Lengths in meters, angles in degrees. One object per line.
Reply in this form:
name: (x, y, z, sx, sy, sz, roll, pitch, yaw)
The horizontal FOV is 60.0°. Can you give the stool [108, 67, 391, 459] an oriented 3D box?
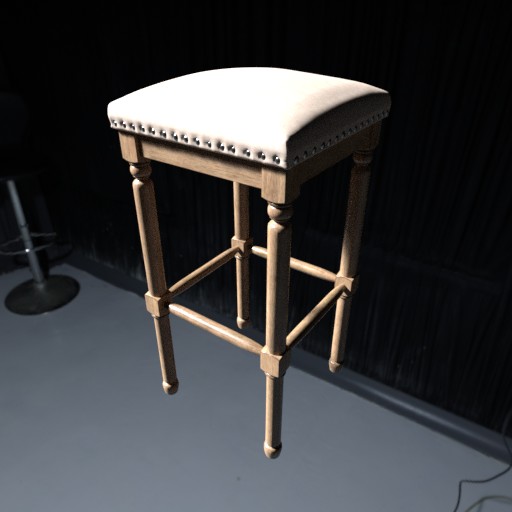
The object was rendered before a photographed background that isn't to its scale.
stool: (0.000, 0.000, 0.987, 0.382, 0.768, 0.383, 20, 36, 30)
